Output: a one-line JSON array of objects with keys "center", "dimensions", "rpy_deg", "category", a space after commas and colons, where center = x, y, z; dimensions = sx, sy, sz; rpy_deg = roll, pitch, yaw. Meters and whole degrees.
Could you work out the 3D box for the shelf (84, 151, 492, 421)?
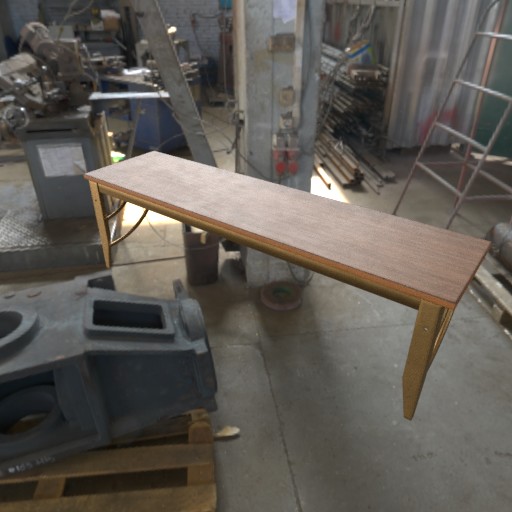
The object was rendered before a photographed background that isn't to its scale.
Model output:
[{"center": [0.000, 0.000, 0.725], "dimensions": [0.636, 0.190, 0.166], "rpy_deg": [21, 37, 31], "category": "shelf"}]
